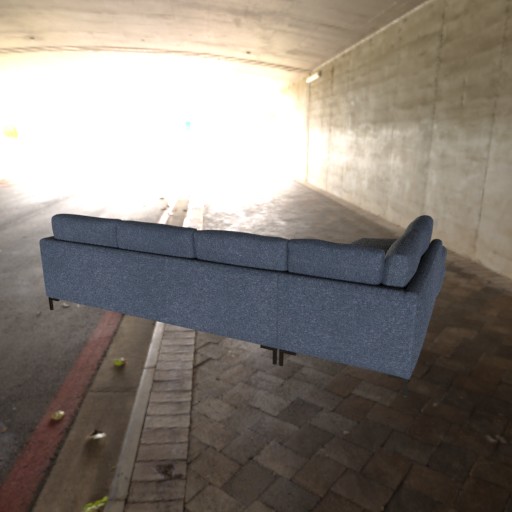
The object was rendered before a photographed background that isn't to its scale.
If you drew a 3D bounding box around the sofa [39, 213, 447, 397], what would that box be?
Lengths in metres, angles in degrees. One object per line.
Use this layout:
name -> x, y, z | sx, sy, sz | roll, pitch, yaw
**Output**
sofa -> 0.000, 0.000, 3.831 | 2.949, 0.815, 2.007 | 7, 17, 25
